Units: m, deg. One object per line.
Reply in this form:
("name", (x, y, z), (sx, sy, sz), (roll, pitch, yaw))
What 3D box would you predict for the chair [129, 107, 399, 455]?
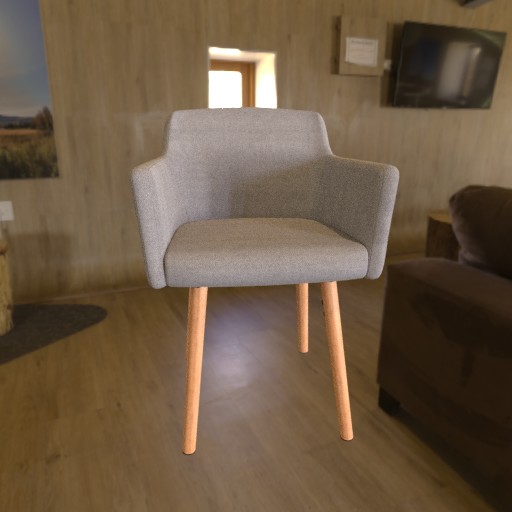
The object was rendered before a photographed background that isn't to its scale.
("chair", (0.000, 0.000, 1.184), (0.570, 0.780, 0.540), (-2, 16, -7))
